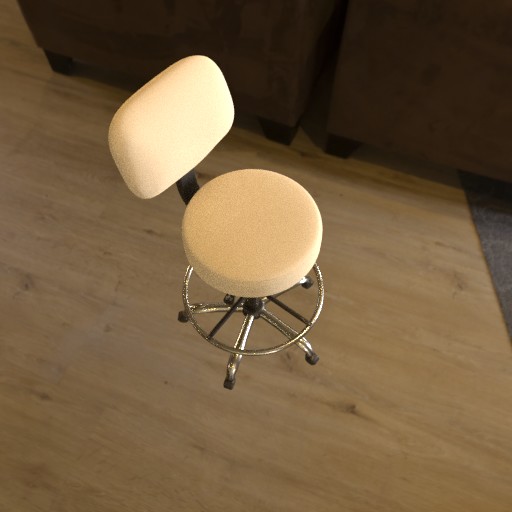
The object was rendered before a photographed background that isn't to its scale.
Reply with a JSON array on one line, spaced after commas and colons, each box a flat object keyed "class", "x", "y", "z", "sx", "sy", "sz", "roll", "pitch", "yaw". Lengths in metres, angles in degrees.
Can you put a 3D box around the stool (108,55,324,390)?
[{"class": "stool", "x": 0.000, "y": 0.000, "z": 1.438, "sx": 0.616, "sy": 1.080, "sz": 0.609, "roll": 33, "pitch": 64, "yaw": 18}]
